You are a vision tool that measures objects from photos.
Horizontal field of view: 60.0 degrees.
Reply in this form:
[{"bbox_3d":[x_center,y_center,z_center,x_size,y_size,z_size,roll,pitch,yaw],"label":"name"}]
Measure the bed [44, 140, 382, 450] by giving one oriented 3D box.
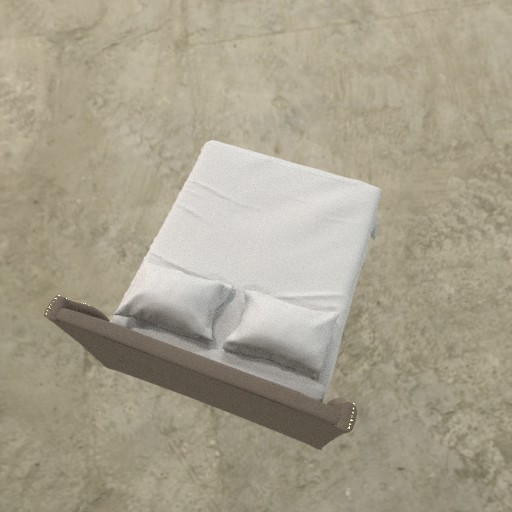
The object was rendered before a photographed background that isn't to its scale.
[{"bbox_3d":[0.000,0.000,3.549,1.925,1.332,2.276,18,64,9],"label":"bed"}]
